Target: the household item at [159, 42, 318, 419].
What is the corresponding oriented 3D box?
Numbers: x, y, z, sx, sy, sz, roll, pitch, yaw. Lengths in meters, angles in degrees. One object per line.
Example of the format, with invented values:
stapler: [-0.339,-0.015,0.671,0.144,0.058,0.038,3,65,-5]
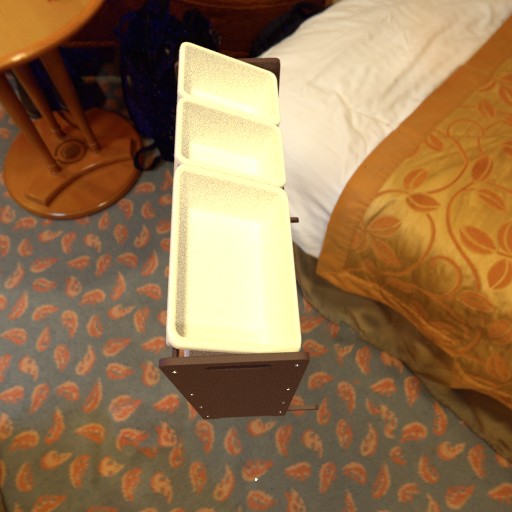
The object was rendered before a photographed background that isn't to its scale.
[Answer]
household item: [0.000,0.000,1.288,0.389,0.864,0.787,-2,63,-1]
